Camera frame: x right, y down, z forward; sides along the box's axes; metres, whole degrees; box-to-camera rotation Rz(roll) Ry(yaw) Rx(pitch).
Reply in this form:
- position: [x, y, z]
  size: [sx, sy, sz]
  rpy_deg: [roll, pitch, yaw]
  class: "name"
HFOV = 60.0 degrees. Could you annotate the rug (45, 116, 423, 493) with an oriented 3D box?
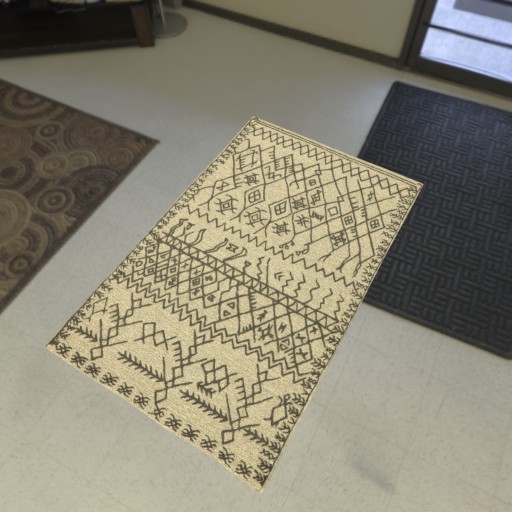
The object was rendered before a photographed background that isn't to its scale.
- position: [0.000, 0.000, 3.040]
  size: [1.530, 0.012, 2.444]
  rpy_deg: [27, 61, 16]
  class: "rug"
